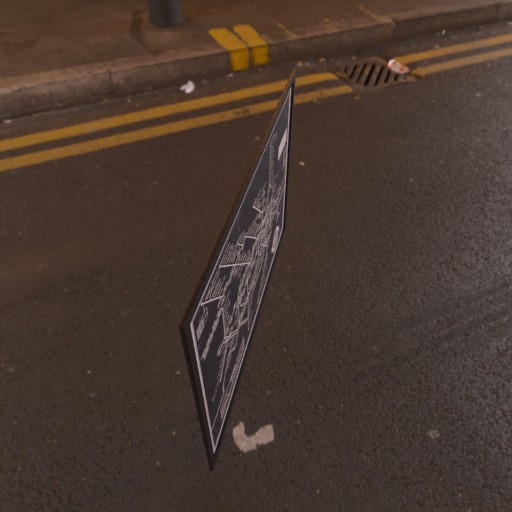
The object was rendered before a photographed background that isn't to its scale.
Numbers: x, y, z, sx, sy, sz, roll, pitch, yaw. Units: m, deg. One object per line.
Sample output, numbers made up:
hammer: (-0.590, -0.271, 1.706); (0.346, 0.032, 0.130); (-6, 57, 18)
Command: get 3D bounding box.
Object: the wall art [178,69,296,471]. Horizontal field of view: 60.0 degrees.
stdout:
wall art: (0.000, 0.000, 1.545); (0.013, 0.811, 1.192); (10, 47, 10)
